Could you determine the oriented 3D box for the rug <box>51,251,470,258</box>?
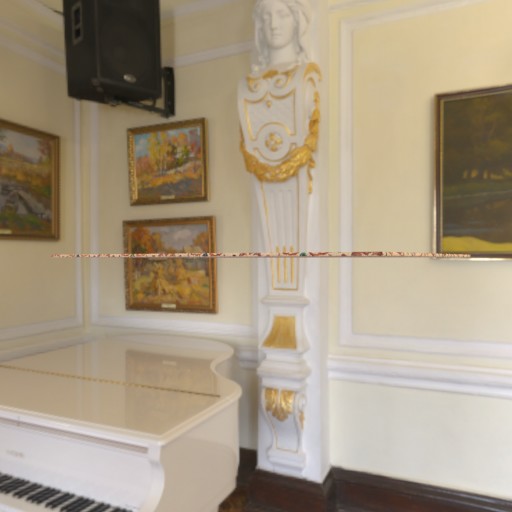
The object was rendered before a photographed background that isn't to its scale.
[{"bbox_3d":[0.000,0.000,2.911,2.297,0.018,1.541,0,0,37],"label":"rug"}]
